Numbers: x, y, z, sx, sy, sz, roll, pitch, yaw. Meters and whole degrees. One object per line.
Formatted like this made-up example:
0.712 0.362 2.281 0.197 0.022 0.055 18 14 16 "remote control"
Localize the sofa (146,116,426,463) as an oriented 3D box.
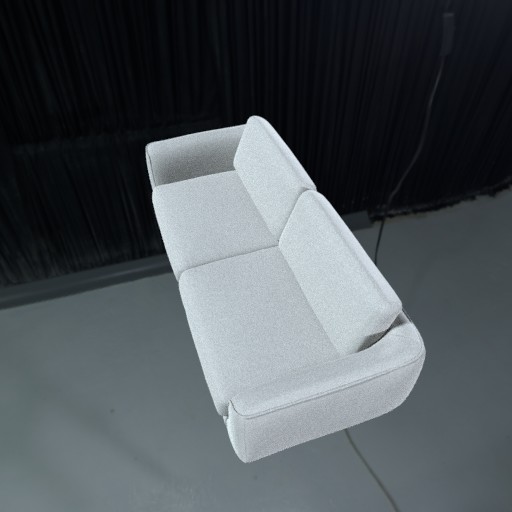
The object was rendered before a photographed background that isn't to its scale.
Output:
0.000 0.000 2.478 0.920 0.850 2.000 -14 48 -14 "sofa"
